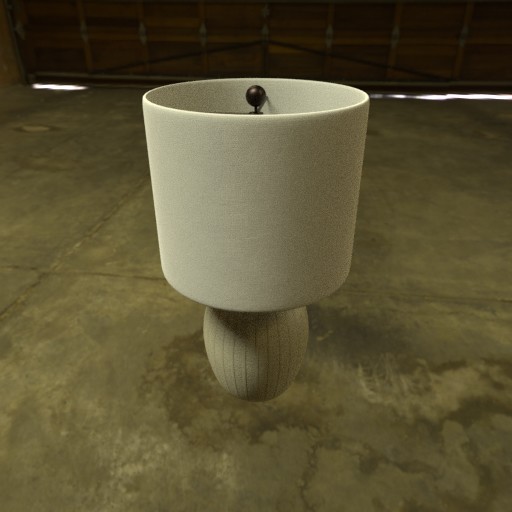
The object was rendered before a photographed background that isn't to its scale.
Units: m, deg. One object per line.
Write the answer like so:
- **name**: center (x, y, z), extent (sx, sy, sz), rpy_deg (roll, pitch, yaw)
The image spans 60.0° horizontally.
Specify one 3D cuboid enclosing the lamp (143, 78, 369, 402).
- **lamp**: center (0.000, 0.000, 0.786), extent (0.329, 0.570, 0.329), rpy_deg (-21, 35, -33)
